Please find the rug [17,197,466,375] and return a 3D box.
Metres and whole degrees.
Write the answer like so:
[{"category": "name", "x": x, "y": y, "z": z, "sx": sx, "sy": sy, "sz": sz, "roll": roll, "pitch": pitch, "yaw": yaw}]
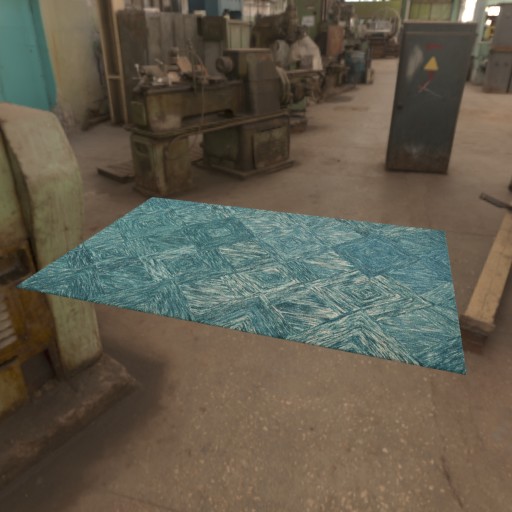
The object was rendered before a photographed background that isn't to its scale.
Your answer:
[{"category": "rug", "x": 0.000, "y": 0.000, "z": 2.747, "sx": 2.277, "sy": 0.015, "sz": 1.490, "roll": 8, "pitch": 29, "yaw": 16}]
